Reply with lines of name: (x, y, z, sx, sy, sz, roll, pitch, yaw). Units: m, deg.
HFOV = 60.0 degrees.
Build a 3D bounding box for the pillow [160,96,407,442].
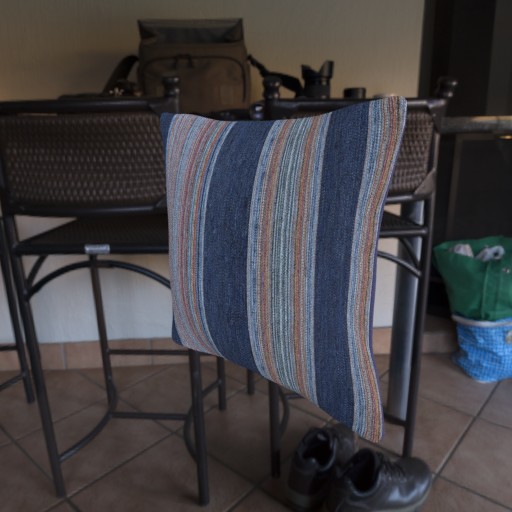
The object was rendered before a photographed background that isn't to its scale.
pillow: (0.000, 0.000, 0.650, 0.437, 0.419, 0.136, 13, 20, 41)
